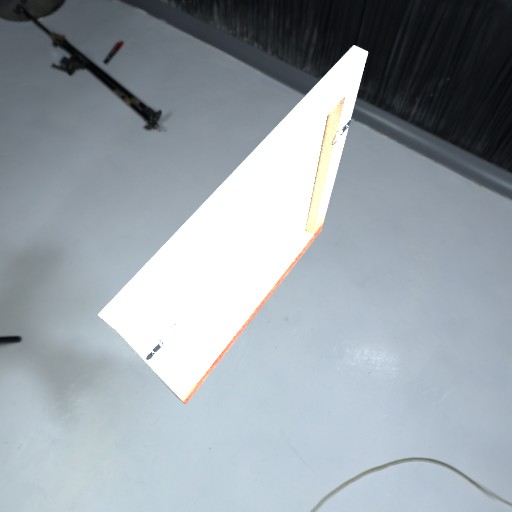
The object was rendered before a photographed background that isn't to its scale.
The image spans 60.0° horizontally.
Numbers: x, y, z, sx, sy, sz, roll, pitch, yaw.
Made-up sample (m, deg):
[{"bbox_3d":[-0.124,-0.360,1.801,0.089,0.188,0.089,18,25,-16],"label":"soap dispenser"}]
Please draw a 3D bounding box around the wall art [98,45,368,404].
[{"bbox_3d":[0.000,0.000,1.150,0.042,0.760,0.760,34,68,16],"label":"wall art"}]
